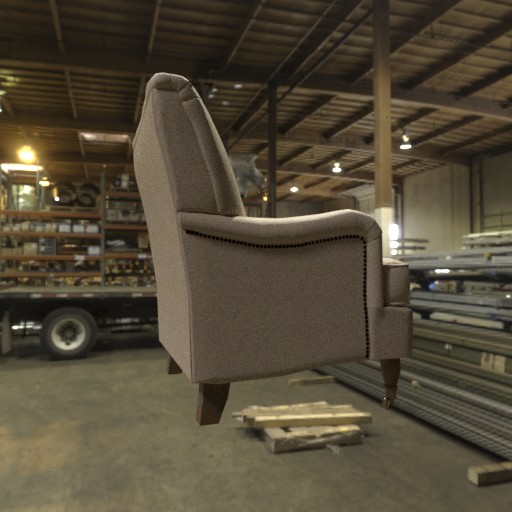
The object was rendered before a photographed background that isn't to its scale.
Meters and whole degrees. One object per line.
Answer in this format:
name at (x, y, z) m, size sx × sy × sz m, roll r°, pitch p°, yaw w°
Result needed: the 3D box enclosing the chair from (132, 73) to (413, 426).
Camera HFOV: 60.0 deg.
chair at (0.000, 0.000, 1.840) m, size 0.953 × 1.119 × 0.879 m, roll 0°, pitch -1°, yaw -19°
